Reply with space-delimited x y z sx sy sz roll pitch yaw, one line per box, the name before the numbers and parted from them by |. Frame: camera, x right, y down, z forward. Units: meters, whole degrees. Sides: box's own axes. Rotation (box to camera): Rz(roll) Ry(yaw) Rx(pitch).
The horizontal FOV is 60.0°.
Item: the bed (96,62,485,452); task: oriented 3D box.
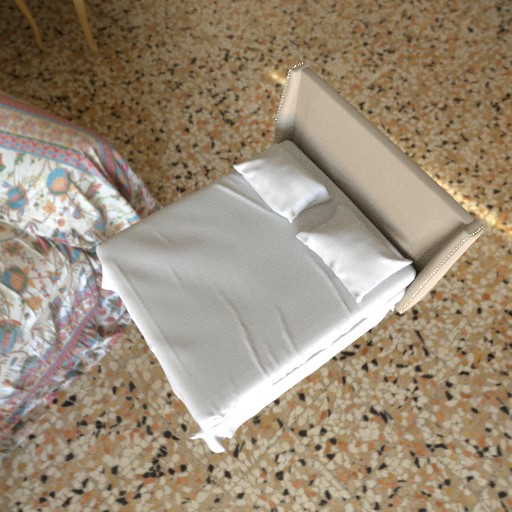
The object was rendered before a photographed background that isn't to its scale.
bed | 0.000 0.000 3.446 2.276 1.332 1.925 -32 67 -15
